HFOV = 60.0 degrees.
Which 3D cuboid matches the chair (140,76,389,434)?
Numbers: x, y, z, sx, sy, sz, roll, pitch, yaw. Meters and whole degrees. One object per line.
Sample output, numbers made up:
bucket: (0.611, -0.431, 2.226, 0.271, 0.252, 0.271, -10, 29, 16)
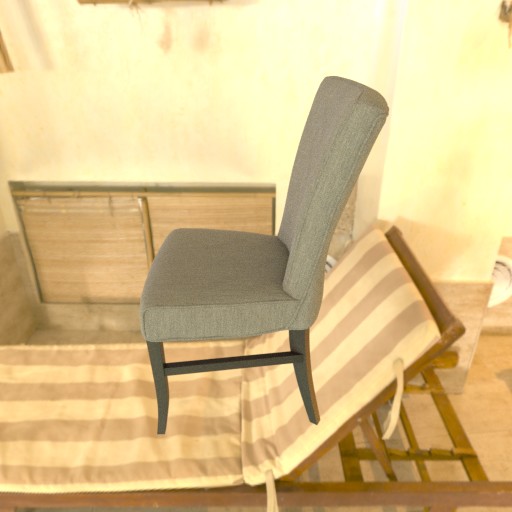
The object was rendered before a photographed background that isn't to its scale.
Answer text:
chair: (0.000, 0.000, 1.362, 0.660, 0.991, 0.520, 0, 28, 0)
